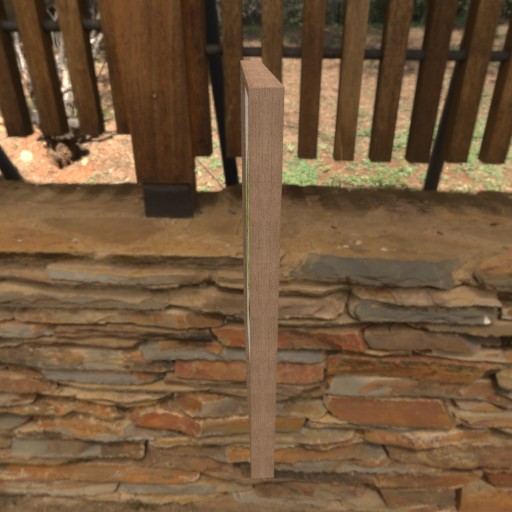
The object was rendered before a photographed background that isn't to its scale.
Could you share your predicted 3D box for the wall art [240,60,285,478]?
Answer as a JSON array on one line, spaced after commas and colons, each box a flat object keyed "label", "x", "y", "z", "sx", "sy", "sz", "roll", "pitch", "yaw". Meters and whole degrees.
[{"label": "wall art", "x": 0.000, "y": 0.000, "z": 0.654, "sx": 0.031, "sy": 0.509, "sz": 0.356, "roll": -1, "pitch": 27, "yaw": -3}]
